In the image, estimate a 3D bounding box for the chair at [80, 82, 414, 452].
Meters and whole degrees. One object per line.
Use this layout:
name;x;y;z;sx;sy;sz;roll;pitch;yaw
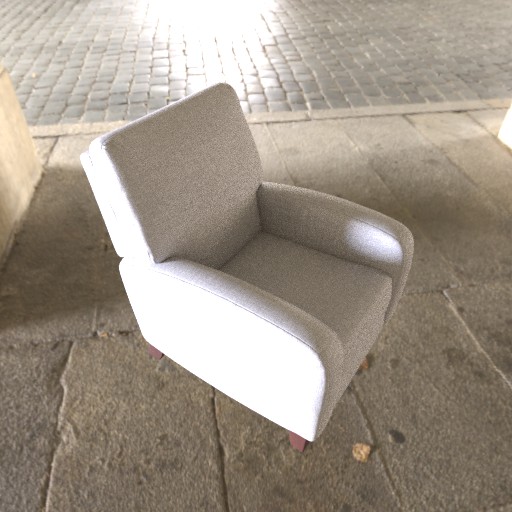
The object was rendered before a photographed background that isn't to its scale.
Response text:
chair;0.000;0.000;1.667;0.990;0.990;0.762;24;46;25
